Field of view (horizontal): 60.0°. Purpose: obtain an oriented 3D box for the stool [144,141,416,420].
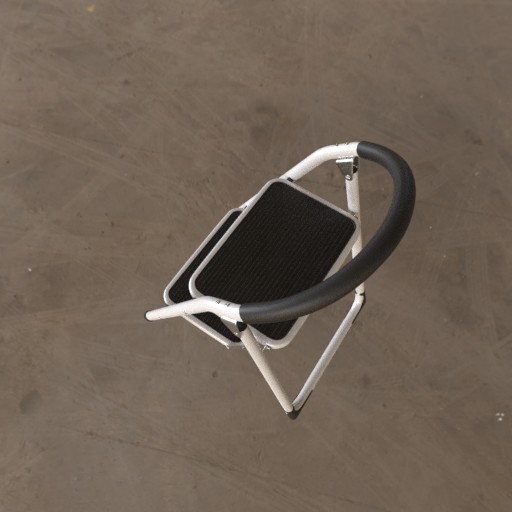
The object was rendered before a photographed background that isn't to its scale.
[{"bbox_3d":[0.000,0.000,1.074,0.559,0.760,0.453,31,67,14],"label":"stool"}]
